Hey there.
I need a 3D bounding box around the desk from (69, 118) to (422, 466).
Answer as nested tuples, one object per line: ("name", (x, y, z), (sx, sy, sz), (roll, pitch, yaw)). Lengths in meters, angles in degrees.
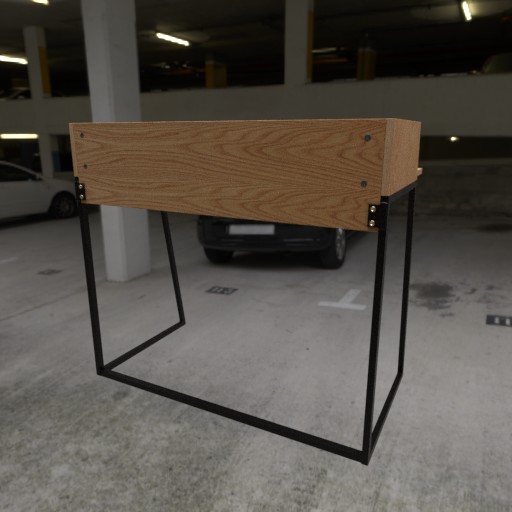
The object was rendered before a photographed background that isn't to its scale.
("desk", (0.000, 0.000, 1.852), (1.191, 1.061, 0.769), (8, 17, 27))
